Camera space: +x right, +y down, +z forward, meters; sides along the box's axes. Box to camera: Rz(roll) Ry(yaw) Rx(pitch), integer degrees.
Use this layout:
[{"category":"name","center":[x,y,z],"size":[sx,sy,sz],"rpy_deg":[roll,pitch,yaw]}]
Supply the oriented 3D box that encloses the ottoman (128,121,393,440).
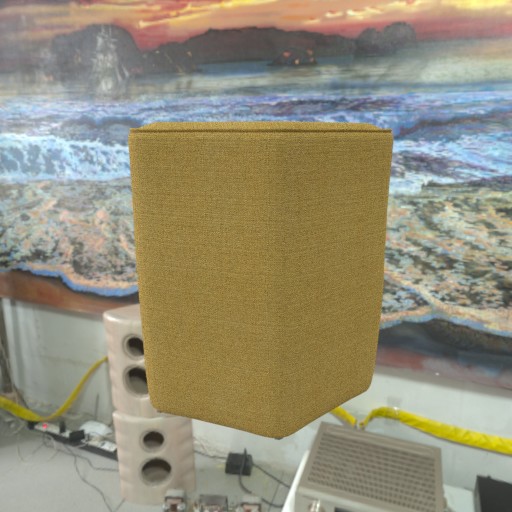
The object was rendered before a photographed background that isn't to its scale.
[{"category":"ottoman","center":[0.000,0.000,0.878],"size":[0.443,0.502,0.494],"rpy_deg":[-3,16,-10]}]
